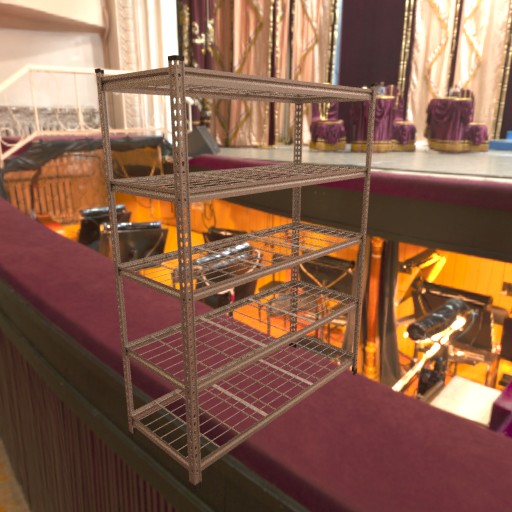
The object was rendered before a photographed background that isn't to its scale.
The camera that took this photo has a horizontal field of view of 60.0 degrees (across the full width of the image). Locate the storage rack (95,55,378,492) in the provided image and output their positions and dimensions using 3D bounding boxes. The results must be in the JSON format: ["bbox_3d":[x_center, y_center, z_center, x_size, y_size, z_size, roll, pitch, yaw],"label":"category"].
[{"bbox_3d":[0.000,0.000,2.637,0.610,1.981,1.524,15,22,41],"label":"storage rack"}]
